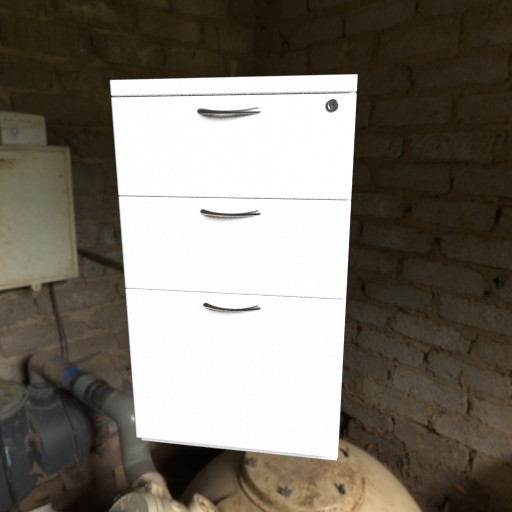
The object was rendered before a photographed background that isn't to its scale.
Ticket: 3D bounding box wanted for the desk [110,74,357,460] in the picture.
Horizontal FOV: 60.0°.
[{"bbox_3d":[0.000,0.000,1.073,0.404,0.730,0.600,2,14,9],"label":"desk"}]
